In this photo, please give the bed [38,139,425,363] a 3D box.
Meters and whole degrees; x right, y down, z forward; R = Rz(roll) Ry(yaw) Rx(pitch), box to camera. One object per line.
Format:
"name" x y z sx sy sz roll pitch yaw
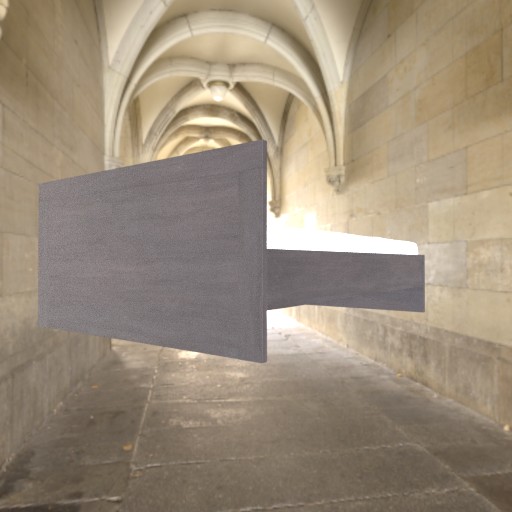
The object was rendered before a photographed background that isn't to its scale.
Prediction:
"bed" 0.000 0.000 2.917 1.585 0.823 2.073 -1 -1 36
